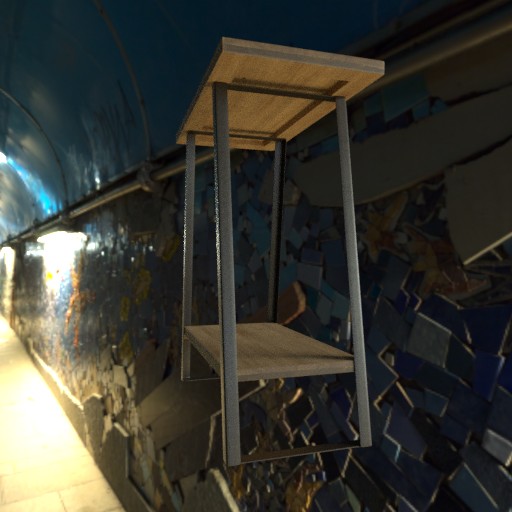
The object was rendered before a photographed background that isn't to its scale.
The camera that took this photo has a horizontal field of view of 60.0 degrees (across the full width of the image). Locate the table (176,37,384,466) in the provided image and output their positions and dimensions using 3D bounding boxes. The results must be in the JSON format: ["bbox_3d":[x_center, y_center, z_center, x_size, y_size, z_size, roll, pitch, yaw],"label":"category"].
[{"bbox_3d":[0.000,0.000,1.039,0.300,0.701,0.599,0,0,-17],"label":"table"}]
